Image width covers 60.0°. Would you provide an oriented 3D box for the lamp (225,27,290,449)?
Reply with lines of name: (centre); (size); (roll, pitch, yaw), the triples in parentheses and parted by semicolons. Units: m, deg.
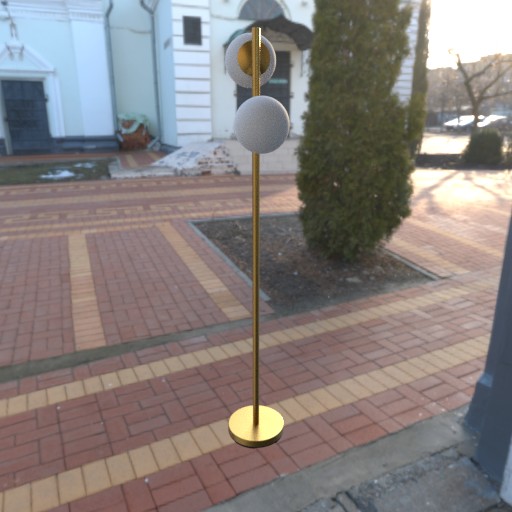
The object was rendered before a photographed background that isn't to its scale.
lamp: (0.000, 0.000, 1.759); (0.249, 1.641, 0.419); (-3, 17, -10)
